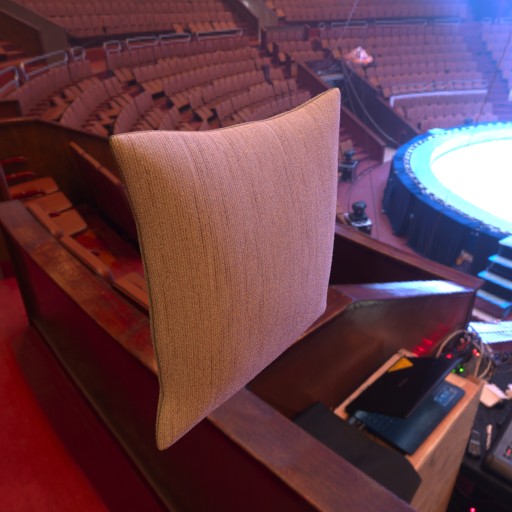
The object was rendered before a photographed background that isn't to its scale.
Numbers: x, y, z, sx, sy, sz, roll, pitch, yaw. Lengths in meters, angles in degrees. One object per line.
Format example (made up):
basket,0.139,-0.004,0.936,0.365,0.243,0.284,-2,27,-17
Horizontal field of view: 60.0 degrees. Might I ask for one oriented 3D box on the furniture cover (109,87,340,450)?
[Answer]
furniture cover,0.000,0.000,0.776,0.178,0.506,0.512,21,35,34
